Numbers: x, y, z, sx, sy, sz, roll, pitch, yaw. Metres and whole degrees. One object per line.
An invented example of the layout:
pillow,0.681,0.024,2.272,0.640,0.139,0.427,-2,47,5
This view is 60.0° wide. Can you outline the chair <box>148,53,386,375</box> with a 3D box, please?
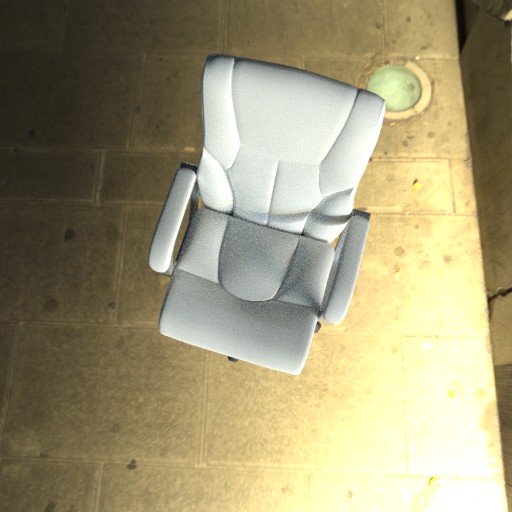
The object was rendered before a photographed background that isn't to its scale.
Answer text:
chair,0.000,0.000,1.555,0.687,1.120,0.738,16,76,4
